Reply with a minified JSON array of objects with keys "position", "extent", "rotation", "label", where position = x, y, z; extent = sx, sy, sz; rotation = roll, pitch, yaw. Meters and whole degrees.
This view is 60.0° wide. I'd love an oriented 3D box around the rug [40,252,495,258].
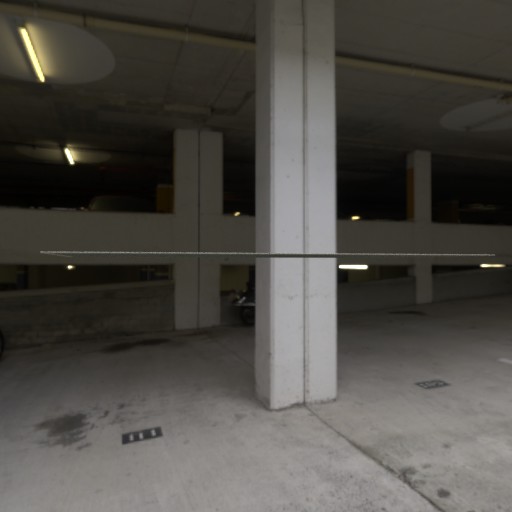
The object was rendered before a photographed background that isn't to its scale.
[{"position":[0.000,0.000,2.811],"extent":[2.289,0.006,1.523],"rotation":[0,-1,-18],"label":"rug"}]
